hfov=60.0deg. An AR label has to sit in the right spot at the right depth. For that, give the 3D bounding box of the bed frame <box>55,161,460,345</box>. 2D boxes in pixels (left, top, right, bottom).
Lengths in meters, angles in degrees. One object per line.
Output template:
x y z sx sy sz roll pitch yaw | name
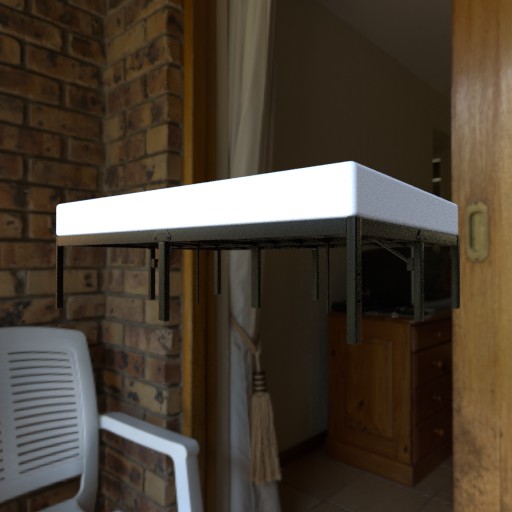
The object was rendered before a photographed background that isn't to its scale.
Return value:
0.000 0.000 2.804 2.072 0.659 1.557 -1 -1 37 | bed frame
